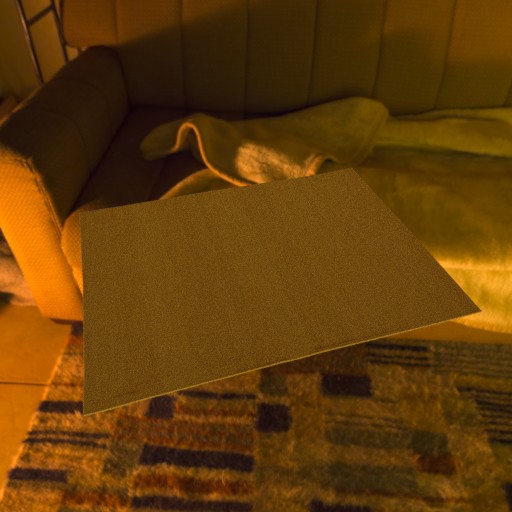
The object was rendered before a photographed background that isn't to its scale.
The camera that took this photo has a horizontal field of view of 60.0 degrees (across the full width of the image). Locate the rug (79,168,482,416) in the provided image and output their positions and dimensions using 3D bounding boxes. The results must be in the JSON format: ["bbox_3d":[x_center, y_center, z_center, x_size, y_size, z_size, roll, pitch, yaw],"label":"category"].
[{"bbox_3d":[0.000,0.000,4.190,3.202,0.045,2.434,-11,43,-13],"label":"rug"}]
